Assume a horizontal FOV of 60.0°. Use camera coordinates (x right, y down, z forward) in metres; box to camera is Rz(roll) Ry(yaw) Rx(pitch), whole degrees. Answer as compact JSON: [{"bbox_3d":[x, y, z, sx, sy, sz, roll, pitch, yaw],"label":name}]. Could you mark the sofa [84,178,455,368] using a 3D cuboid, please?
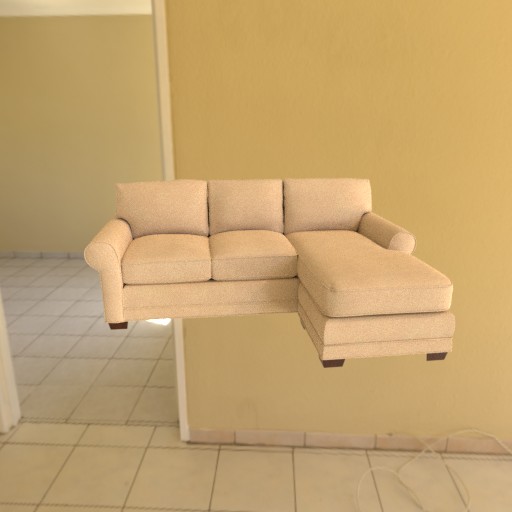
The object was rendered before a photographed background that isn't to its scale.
[{"bbox_3d":[0.000,0.000,2.422,1.770,0.734,1.226,-2,17,-7],"label":"sofa"}]
